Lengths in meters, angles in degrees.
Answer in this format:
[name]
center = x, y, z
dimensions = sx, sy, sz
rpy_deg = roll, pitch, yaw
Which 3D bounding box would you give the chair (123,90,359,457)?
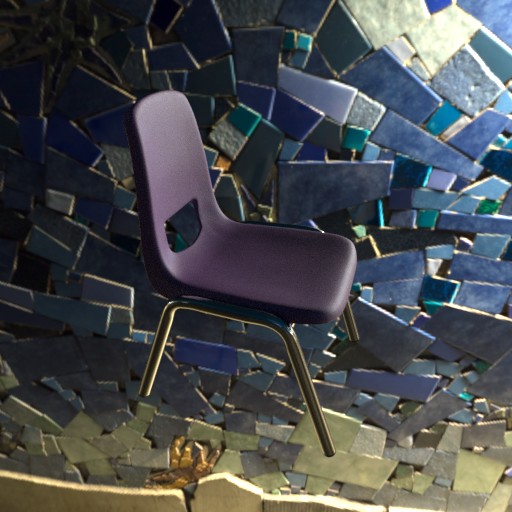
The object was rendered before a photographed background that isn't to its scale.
[chair]
center = 0.000, 0.000, 0.862
dimensions = 0.419, 0.584, 0.356
rpy_deg = 9, 31, 16
